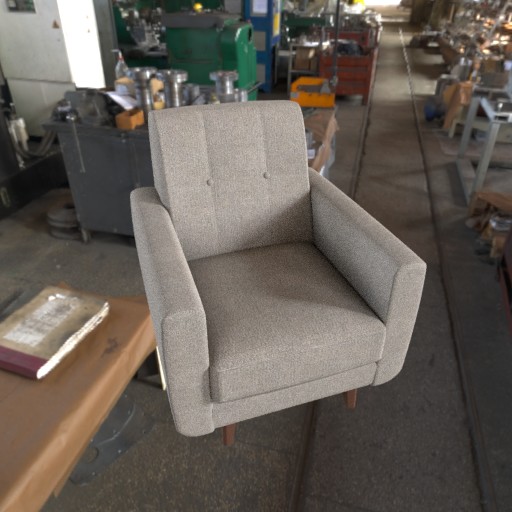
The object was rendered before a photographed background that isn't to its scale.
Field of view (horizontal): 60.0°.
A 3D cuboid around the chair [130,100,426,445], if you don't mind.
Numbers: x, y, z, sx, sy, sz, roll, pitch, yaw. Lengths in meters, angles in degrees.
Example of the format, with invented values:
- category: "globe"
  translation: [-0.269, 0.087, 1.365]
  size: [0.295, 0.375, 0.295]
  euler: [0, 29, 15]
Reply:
- category: "chair"
  translation: [0.000, 0.000, 1.693]
  size: [0.845, 0.968, 0.942]
  euler: [-10, 33, -16]
